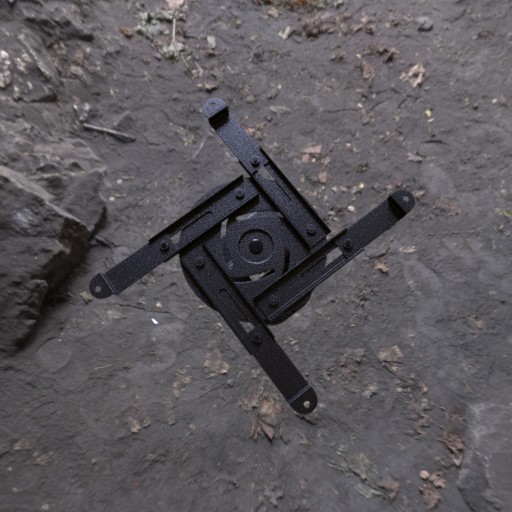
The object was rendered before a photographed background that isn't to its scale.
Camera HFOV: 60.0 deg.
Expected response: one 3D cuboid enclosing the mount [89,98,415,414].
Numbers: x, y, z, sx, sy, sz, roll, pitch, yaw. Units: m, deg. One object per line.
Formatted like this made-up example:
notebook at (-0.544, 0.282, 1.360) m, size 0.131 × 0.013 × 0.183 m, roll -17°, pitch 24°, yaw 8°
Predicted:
mount at (0.000, 0.000, 0.617) m, size 0.394 × 0.141 × 0.394 m, roll -36°, pitch 79°, yaw -8°
